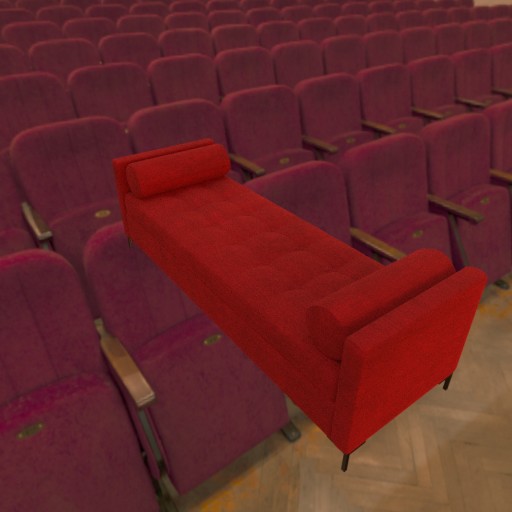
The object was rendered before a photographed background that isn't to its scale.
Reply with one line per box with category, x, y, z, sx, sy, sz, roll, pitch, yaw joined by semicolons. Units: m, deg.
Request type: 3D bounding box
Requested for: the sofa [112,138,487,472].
sofa;0.000;0.000;2.293;0.686;0.635;1.981;-22;39;-30
